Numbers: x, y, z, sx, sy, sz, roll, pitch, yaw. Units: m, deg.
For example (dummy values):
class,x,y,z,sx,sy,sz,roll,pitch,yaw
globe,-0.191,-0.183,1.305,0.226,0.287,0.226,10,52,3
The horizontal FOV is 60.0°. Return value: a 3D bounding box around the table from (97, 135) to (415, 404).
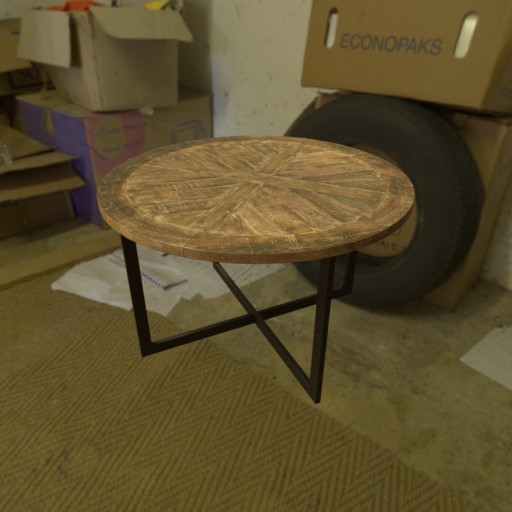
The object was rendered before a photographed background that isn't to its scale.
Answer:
class,x,y,z,sx,sy,sz,roll,pitch,yaw
table,0.000,0.000,2.034,1.264,0.762,1.264,0,31,0
